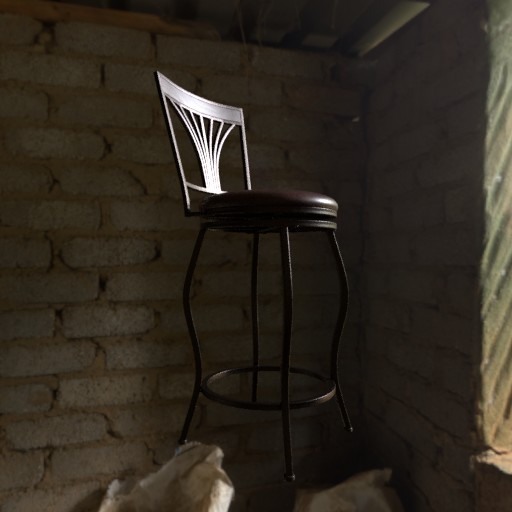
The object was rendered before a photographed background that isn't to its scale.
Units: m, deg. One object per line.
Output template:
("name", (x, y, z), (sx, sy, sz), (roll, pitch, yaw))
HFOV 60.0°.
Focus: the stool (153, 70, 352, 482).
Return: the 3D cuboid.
("stool", (0.000, 0.000, 1.391), (0.514, 1.117, 0.433), (0, 0, 35))
